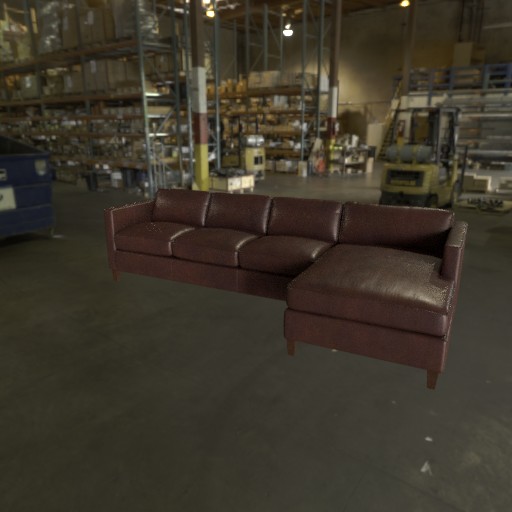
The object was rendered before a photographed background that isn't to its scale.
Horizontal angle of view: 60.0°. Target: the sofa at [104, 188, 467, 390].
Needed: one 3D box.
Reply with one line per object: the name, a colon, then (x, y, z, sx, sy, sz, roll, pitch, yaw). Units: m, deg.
sofa: (0.000, 0.000, 3.825, 3.203, 0.883, 1.581, 8, 18, 26)
